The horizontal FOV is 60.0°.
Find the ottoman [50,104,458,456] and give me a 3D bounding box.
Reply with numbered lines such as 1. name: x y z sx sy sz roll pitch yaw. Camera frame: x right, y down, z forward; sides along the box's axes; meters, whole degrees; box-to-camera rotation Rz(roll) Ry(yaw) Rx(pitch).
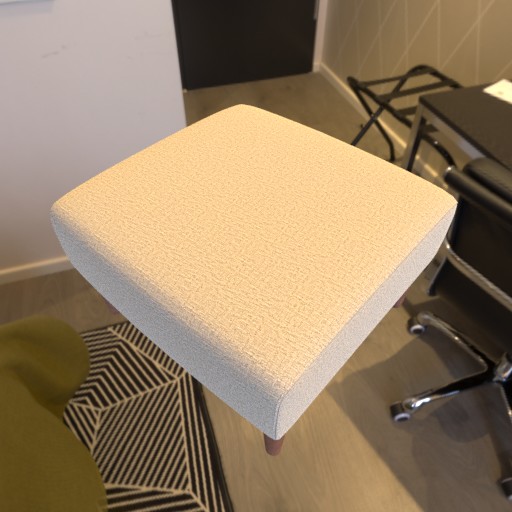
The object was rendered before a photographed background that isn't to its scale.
1. ottoman: 0.000 0.000 1.059 0.650 0.398 0.649 33 54 27
